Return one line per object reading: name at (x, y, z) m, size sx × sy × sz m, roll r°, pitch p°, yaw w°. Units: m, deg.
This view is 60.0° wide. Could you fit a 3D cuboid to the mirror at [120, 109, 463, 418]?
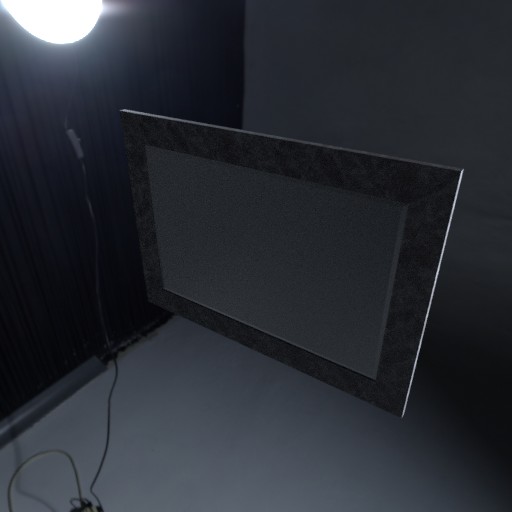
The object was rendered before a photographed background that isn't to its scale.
mirror at (0.000, 0.000, 1.446) m, size 1.101 × 0.795 × 0.022 m, roll 19°, pitch 35°, yaw 29°
